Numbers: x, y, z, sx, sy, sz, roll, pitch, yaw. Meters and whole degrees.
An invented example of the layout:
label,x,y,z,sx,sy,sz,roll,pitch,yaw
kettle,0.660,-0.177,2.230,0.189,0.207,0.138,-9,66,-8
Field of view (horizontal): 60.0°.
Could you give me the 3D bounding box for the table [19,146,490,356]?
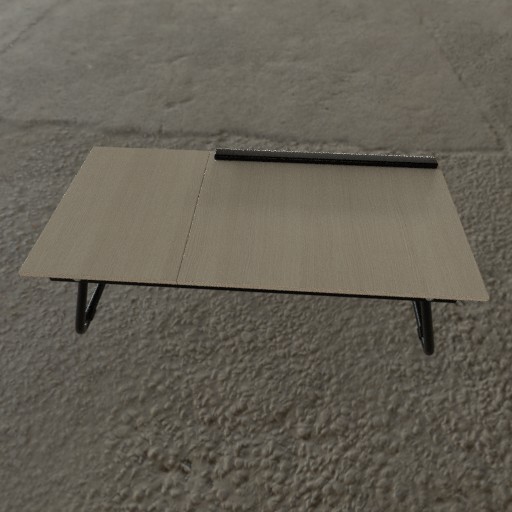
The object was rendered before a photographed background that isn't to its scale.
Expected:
label,x,y,z,sx,sy,sz,roll,pitch,yaw
table,0.000,0.000,0.791,0.644,0.242,0.322,3,46,3
